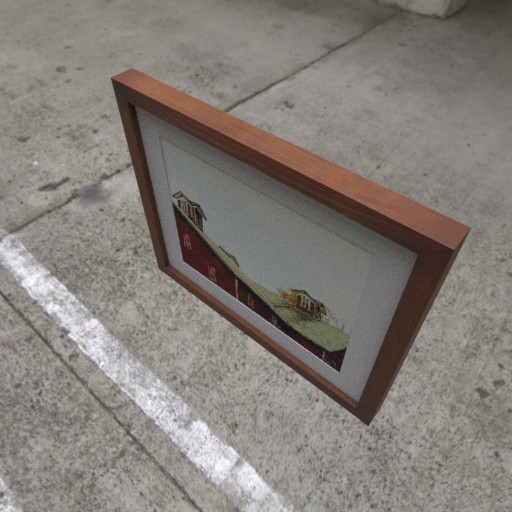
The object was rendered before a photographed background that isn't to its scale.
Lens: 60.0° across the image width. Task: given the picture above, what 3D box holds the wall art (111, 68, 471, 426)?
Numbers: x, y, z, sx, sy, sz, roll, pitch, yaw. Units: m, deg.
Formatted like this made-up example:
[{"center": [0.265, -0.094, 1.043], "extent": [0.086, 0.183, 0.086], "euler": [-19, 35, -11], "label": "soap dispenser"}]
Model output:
[{"center": [0.000, 0.000, 0.535], "extent": [0.401, 0.328, 0.030], "euler": [33, 56, 26], "label": "wall art"}]
